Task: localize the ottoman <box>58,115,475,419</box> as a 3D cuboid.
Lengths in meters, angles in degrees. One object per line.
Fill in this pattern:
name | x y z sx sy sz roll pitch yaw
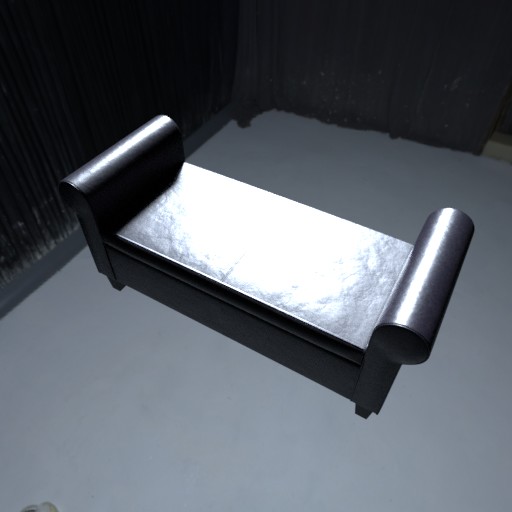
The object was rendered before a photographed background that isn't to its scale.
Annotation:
ottoman | 0.000 0.000 1.577 1.256 0.547 0.521 23 50 21
